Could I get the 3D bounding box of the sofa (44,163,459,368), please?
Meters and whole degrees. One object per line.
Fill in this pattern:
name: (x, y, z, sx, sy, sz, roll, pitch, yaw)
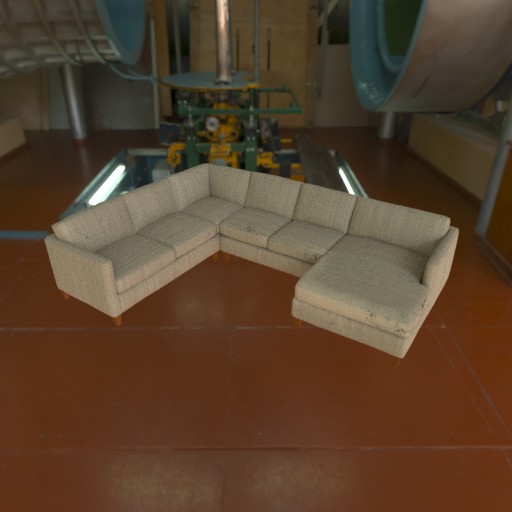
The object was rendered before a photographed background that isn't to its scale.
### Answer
sofa: (0.000, 0.000, 4.655, 3.460, 0.961, 2.594, 18, 34, 29)
